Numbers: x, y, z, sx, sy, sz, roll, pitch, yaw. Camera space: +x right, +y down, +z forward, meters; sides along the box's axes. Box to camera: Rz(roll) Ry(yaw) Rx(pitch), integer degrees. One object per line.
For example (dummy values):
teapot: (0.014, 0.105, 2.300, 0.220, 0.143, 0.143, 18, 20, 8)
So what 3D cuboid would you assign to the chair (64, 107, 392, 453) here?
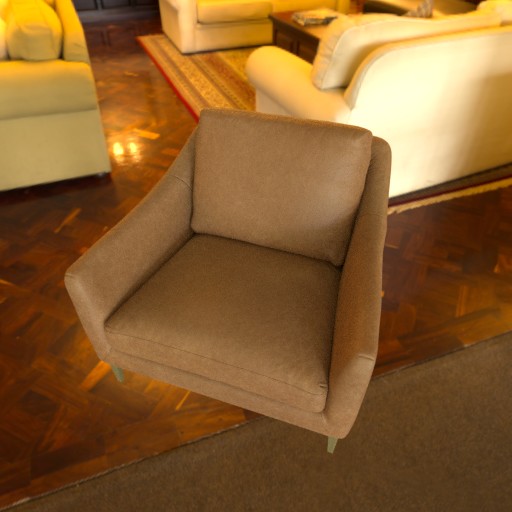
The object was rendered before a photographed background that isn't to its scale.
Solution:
chair: (0.000, 0.000, 1.697, 0.988, 0.895, 0.963, 13, 42, 15)
